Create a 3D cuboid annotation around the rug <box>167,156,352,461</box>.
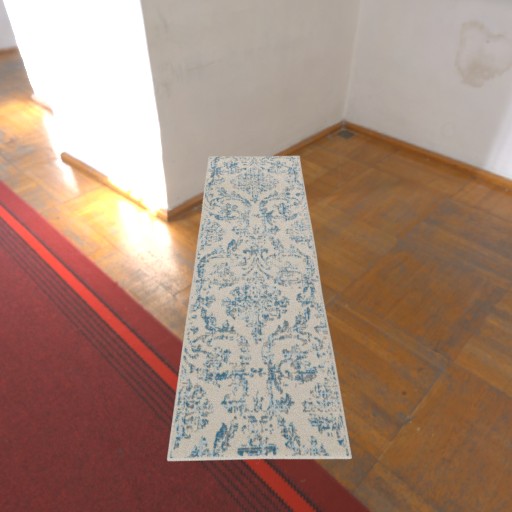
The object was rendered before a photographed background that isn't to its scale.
[{"bbox_3d":[0.000,0.000,2.405,0.662,0.011,2.196,0,41,-1],"label":"rug"}]
